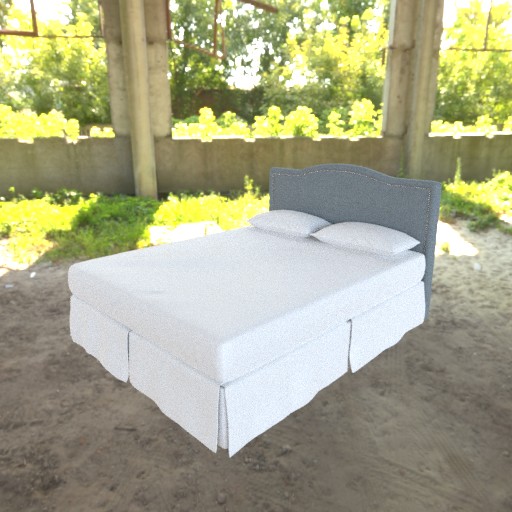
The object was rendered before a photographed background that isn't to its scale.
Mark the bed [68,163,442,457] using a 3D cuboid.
[{"bbox_3d":[0.000,0.000,3.936,2.161,1.457,2.689,16,23,43],"label":"bed"}]
